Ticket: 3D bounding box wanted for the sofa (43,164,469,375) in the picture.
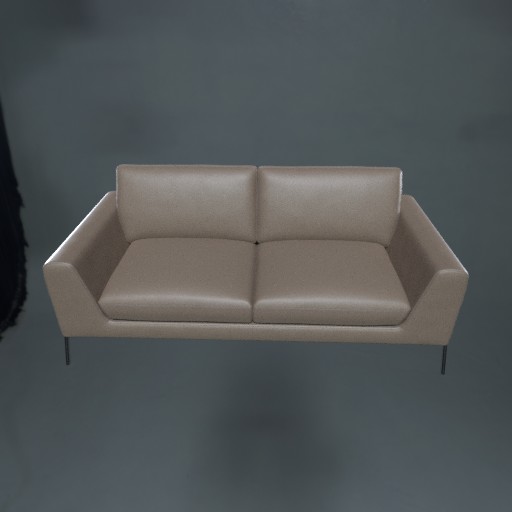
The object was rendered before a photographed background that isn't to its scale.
[{"bbox_3d":[0.000,0.000,2.543,2.017,0.875,0.953,1,30,2],"label":"sofa"}]
